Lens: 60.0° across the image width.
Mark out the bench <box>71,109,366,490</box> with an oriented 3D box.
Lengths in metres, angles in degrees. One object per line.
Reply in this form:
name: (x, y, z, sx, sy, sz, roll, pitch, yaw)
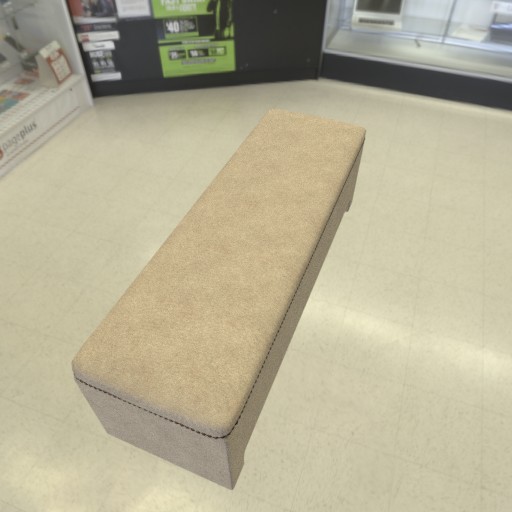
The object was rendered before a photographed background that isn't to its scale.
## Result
bench: (0.000, 0.000, 1.696, 0.470, 0.447, 1.482, 17, 49, 15)
